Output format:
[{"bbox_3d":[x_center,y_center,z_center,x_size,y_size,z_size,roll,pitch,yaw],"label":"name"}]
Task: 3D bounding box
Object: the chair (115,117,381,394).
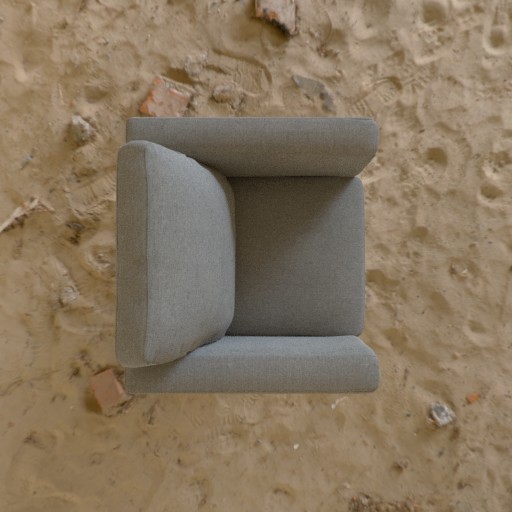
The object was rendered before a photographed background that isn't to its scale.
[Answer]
[{"bbox_3d":[0.000,0.000,1.574,0.800,0.927,0.855,0,89,0],"label":"chair"}]
